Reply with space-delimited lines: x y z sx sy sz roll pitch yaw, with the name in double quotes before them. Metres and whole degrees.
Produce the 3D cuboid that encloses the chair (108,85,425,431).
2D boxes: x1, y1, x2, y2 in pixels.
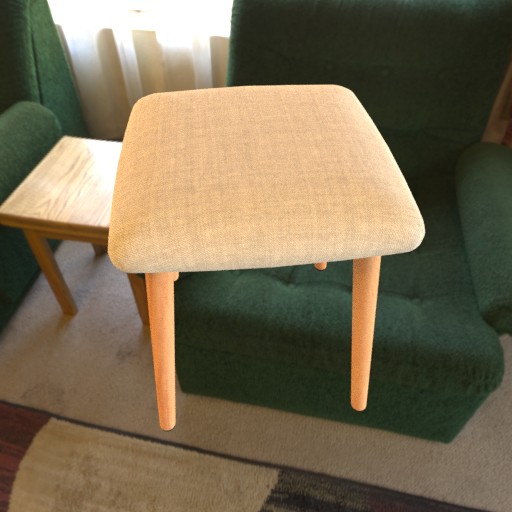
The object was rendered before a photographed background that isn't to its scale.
"chair" 0.000 0.000 0.693 0.350 0.440 0.350 -4 46 -4
